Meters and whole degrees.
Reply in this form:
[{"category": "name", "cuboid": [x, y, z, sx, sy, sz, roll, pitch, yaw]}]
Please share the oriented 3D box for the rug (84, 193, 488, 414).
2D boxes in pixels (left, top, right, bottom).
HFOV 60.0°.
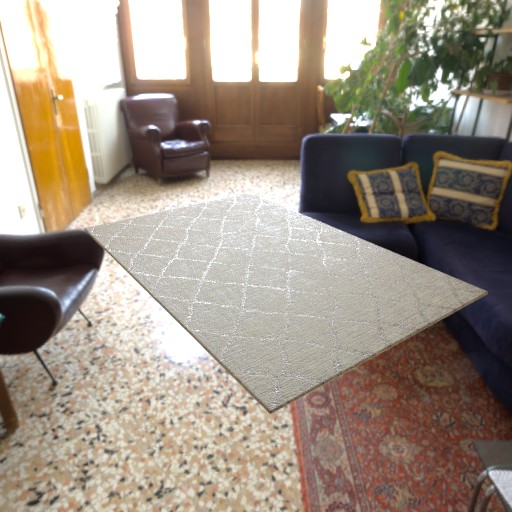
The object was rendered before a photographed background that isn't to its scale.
[{"category": "rug", "cuboid": [0.000, 0.000, 2.883, 1.521, 0.015, 2.280, -17, 30, -32]}]
